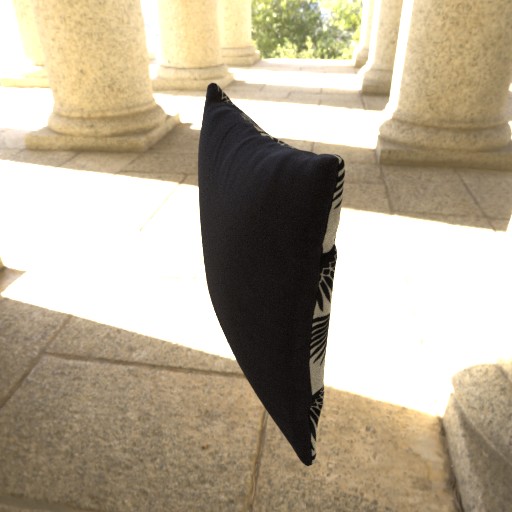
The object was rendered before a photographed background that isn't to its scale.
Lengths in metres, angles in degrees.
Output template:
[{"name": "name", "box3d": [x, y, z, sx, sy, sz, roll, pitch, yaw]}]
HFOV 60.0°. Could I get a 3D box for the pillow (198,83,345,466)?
[{"name": "pillow", "box3d": [0.000, 0.000, 0.672, 0.139, 0.432, 0.432, -10, 32, -17]}]
